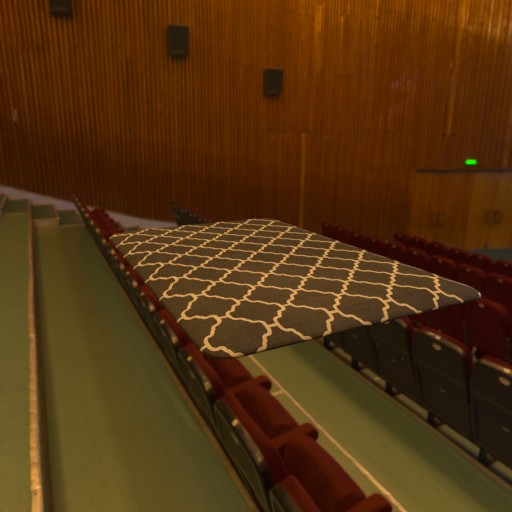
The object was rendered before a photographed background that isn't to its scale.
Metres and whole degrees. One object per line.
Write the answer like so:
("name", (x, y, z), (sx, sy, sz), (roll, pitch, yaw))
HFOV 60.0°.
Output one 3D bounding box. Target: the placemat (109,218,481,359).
("placemat", (0.000, 0.000, 0.967), (0.508, 0.021, 0.762), (-8, 17, -26))
